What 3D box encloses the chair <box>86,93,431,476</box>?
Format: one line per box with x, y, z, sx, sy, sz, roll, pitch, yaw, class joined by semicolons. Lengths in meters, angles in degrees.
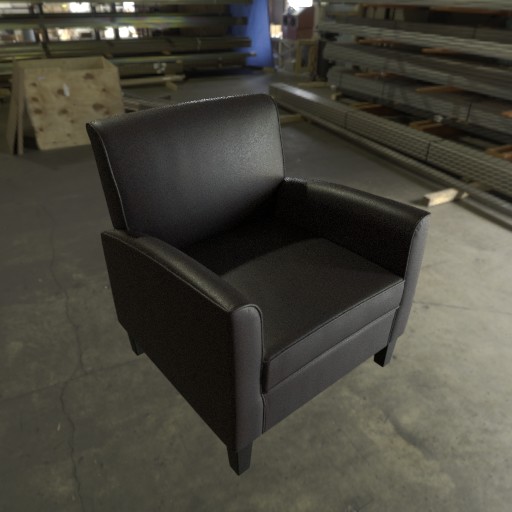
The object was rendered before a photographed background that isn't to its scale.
0.000;0.000;1.547;0.820;0.916;0.819;-23;38;-33;chair
